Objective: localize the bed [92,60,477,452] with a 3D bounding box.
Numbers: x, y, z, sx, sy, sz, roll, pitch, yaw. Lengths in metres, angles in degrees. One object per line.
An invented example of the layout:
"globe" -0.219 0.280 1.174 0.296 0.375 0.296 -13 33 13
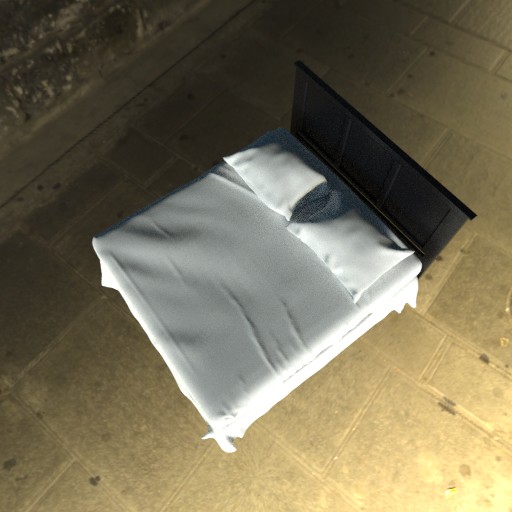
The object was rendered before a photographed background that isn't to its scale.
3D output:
"bed" 0.000 0.000 3.203 2.050 1.270 1.870 -34 68 -16
